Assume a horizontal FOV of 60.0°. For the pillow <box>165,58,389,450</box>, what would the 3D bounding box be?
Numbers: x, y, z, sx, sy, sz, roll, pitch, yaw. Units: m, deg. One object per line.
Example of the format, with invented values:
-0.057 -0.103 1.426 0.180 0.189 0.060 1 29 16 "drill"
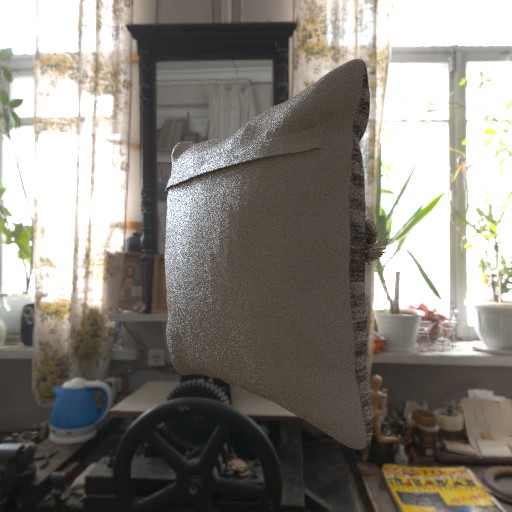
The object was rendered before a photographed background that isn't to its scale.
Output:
0.000 0.000 0.746 0.234 0.490 0.484 1 -1 -36 "pillow"
